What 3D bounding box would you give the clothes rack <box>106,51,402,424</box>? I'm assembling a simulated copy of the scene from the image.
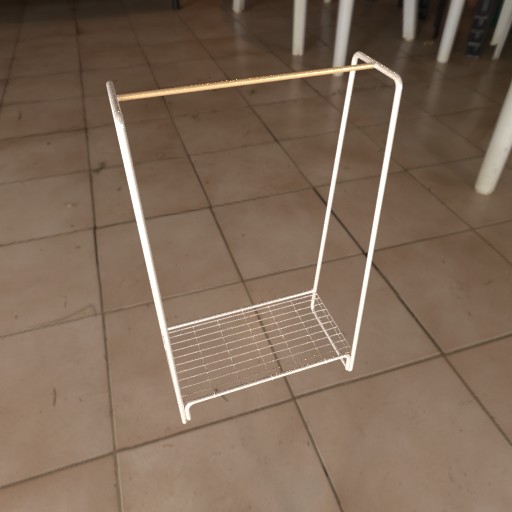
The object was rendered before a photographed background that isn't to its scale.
[{"bbox_3d":[0.000,0.000,1.894,0.900,1.500,0.495,-13,43,-14],"label":"clothes rack"}]
